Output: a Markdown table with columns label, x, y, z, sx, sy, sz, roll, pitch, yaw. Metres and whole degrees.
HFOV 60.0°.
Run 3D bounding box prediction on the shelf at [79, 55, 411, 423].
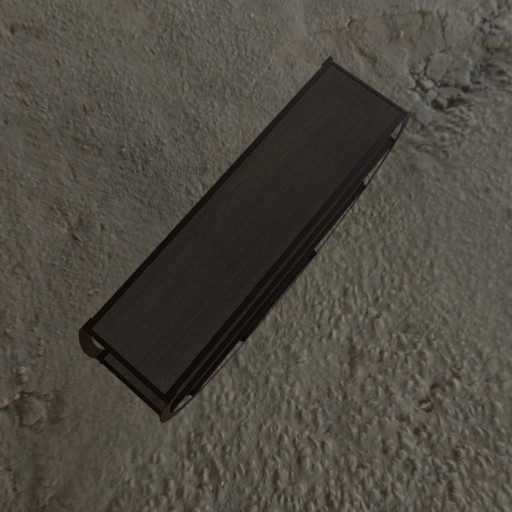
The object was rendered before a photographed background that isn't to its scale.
| label | x | y | z | sx | sy | sz | roll | pitch | yaw |
| --- | --- | --- | --- | --- | --- | --- | --- | --- | --- |
| shelf | 0.000 | 0.000 | 1.897 | 0.344 | 1.063 | 1.403 | 39 | 79 | 9 |
